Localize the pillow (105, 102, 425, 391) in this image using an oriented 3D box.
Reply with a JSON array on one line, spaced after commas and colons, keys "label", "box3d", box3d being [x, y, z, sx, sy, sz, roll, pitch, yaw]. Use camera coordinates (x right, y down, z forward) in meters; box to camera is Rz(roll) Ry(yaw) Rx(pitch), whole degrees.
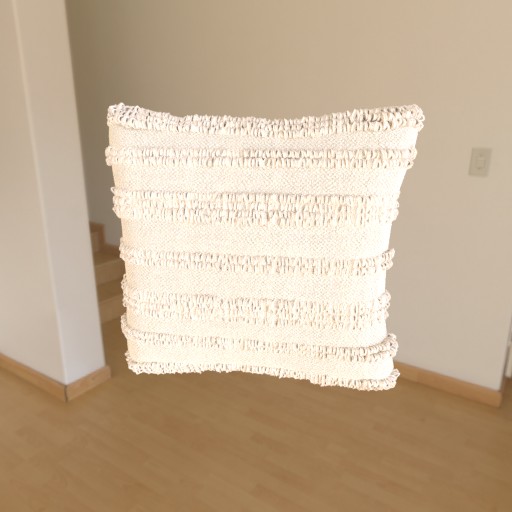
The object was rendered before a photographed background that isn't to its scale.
[{"label": "pillow", "box3d": [0.000, 0.000, 0.649, 0.437, 0.427, 0.145, 3, 17, 9]}]
